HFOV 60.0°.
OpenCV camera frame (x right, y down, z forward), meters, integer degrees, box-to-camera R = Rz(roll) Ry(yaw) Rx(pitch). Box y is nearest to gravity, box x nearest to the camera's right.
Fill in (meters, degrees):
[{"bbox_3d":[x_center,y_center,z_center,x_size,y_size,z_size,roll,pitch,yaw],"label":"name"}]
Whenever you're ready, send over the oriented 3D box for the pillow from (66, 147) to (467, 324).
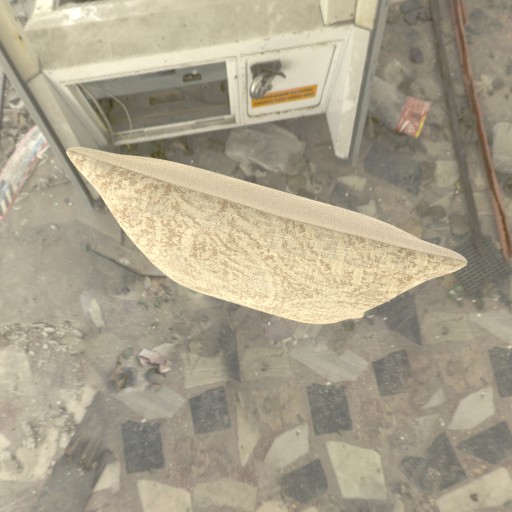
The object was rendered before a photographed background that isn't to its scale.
[{"bbox_3d":[0.000,0.000,0.789,0.523,0.510,0.166,16,77,4],"label":"pillow"}]
